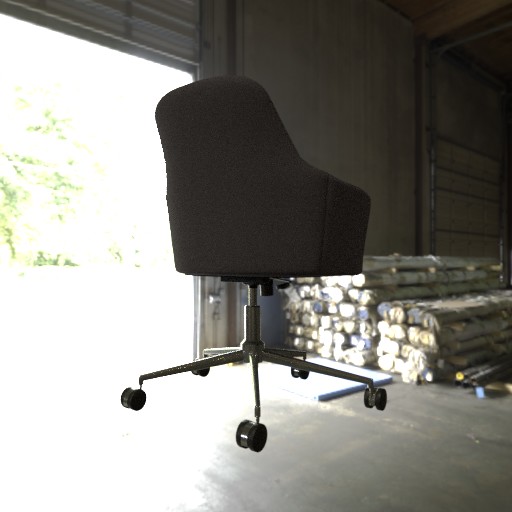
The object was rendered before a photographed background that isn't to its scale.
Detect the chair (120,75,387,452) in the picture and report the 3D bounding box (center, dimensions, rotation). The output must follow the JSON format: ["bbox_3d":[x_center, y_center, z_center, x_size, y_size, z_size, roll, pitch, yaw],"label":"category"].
[{"bbox_3d":[0.000,0.000,1.268,0.655,0.820,0.600,0,-1,36],"label":"chair"}]
